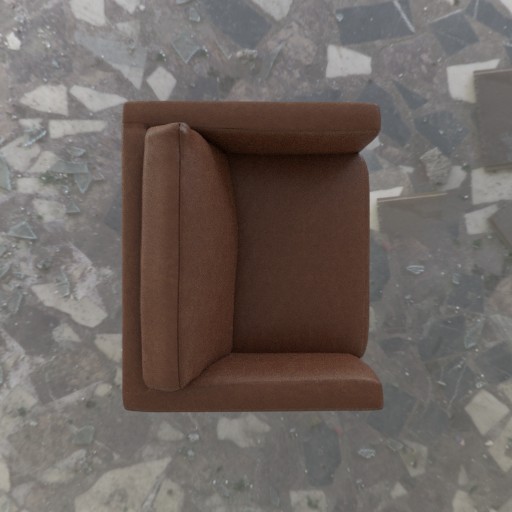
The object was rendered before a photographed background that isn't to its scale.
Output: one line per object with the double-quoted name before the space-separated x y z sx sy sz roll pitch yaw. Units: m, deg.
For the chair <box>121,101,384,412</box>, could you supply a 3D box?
"chair" 0.000 0.000 1.838 0.959 0.917 1.107 0 91 -1
